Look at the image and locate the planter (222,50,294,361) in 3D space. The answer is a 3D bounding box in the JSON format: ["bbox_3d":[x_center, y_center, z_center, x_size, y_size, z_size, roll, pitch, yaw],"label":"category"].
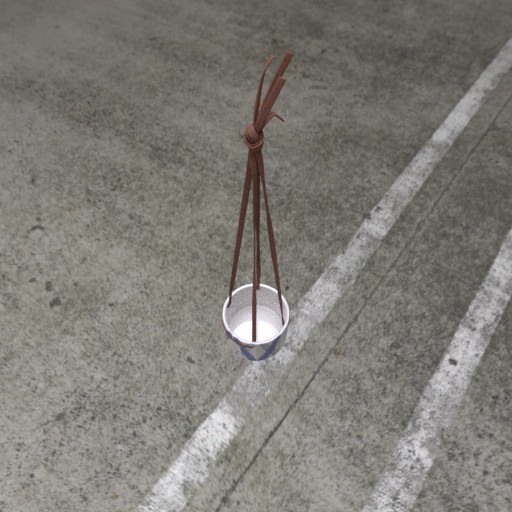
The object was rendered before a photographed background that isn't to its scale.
[{"bbox_3d":[0.000,0.000,0.802,0.153,0.753,0.157,32,63,19],"label":"planter"}]
